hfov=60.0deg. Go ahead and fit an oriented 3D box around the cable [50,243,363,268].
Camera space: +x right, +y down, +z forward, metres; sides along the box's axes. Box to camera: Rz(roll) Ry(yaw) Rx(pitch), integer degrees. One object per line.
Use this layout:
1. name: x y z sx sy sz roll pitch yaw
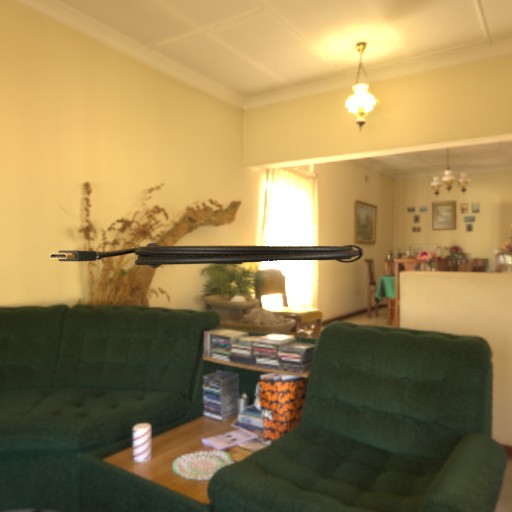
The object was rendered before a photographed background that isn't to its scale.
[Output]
1. cable: 0.000 0.000 0.530 0.257 0.030 0.422 0 0 17
